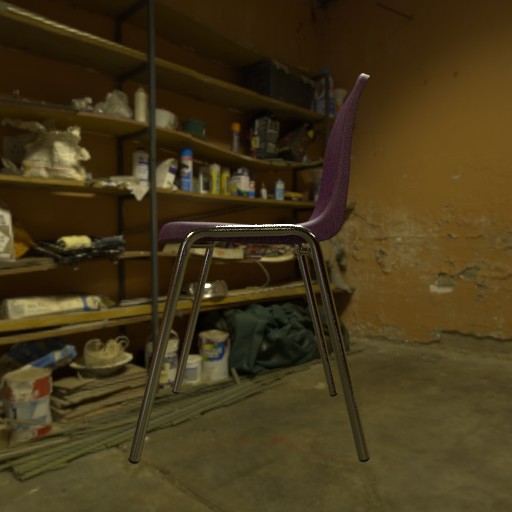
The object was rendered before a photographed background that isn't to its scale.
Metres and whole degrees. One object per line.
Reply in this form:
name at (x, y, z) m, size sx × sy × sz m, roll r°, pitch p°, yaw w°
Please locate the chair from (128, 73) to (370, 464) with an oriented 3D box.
chair at (0.000, 0.000, 0.932) m, size 0.432 × 0.704 × 0.381 m, roll 0°, pitch 1°, yaw 1°
